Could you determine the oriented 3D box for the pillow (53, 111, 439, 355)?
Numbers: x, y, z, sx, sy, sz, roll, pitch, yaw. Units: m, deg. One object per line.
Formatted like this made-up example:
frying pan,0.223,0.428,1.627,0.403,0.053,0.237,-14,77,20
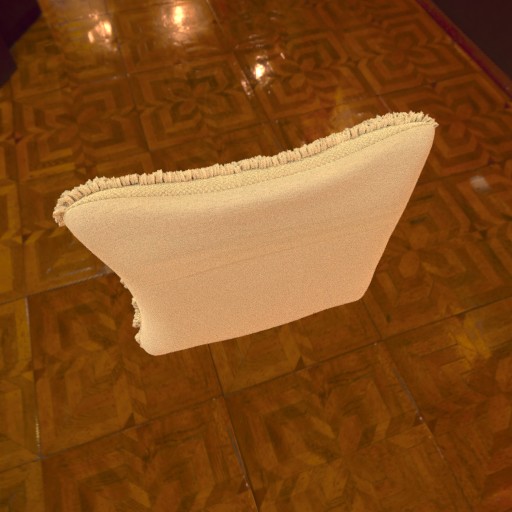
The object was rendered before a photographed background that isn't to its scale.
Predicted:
pillow,0.000,0.000,0.652,0.437,0.427,0.145,-14,60,-9
